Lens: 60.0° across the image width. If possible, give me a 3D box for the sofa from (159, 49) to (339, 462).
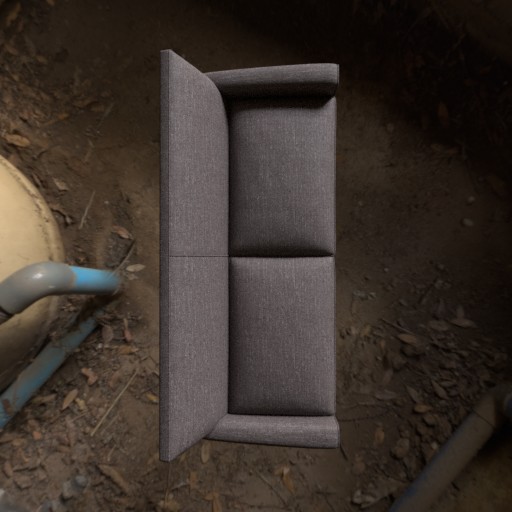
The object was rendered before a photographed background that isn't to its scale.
[{"bbox_3d":[0.000,0.000,2.443,0.875,0.846,1.976,0,90,1],"label":"sofa"}]
